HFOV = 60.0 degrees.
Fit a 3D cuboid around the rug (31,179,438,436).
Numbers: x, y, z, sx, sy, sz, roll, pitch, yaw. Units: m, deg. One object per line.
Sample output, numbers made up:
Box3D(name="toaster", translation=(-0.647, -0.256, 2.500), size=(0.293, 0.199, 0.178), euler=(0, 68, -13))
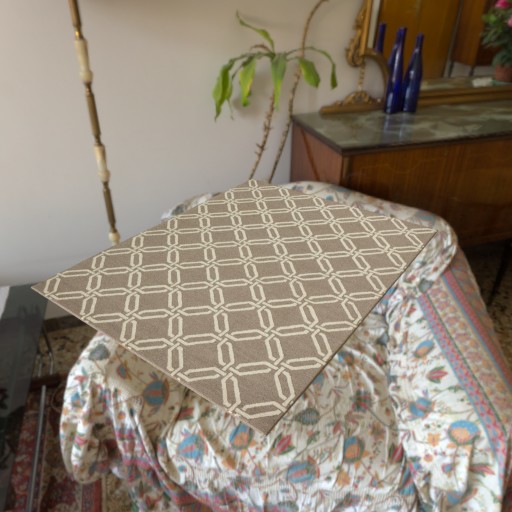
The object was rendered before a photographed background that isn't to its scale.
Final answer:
Box3D(name="rug", translation=(0.000, 0.000, 3.913), size=(2.288, 0.018, 2.895), euler=(21, 37, 31))
